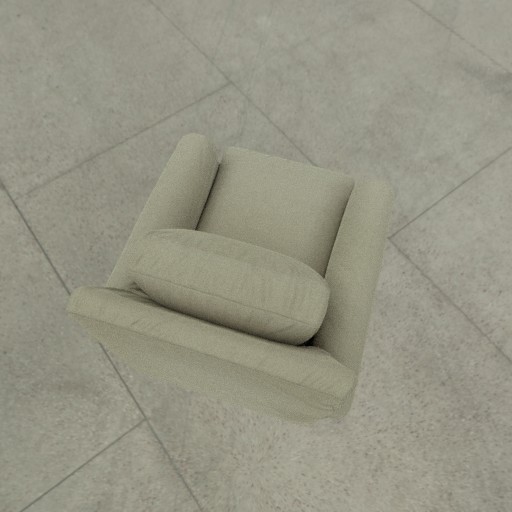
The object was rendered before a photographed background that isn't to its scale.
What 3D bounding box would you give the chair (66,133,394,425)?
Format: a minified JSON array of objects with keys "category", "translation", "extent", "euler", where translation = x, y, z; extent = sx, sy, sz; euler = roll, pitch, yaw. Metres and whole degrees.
[{"category":"chair","translation":[0.000,0.000,1.746],"extent":[0.940,0.866,1.066],"euler":[16,65,7]}]
